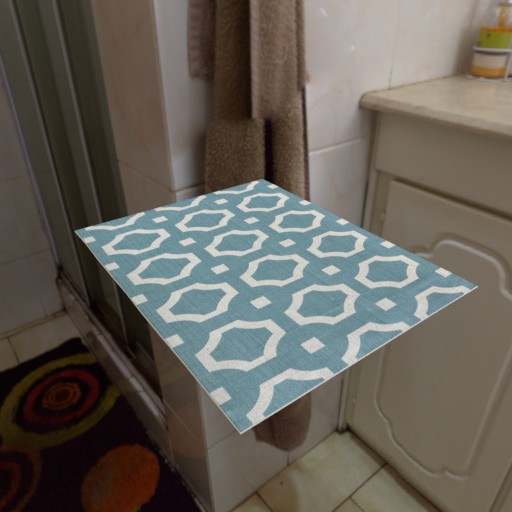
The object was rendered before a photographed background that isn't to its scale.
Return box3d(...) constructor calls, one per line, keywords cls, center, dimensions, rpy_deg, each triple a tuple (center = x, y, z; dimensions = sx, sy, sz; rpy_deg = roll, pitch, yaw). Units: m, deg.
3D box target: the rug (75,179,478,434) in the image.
box3d(cls="rug", center=(0.000, 0.000, 4.207), dimensions=(2.466, 0.021, 3.049), rpy_deg=(-21, 37, -30))
